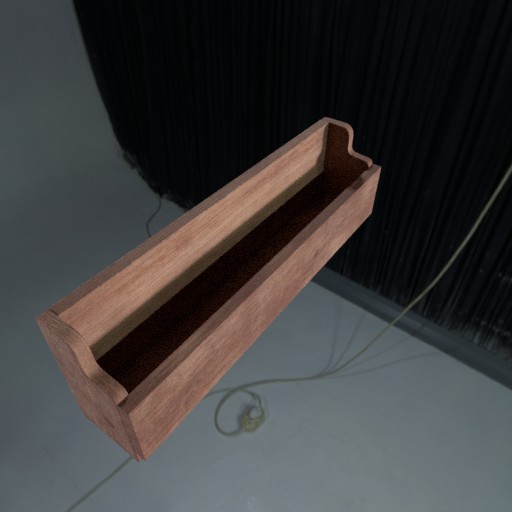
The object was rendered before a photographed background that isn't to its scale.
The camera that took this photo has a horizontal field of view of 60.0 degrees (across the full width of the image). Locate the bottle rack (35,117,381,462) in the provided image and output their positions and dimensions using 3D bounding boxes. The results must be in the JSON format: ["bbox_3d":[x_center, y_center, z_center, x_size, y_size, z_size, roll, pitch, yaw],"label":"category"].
[{"bbox_3d":[0.000,0.000,0.682,0.126,0.196,0.608,26,48,26],"label":"bottle rack"}]
